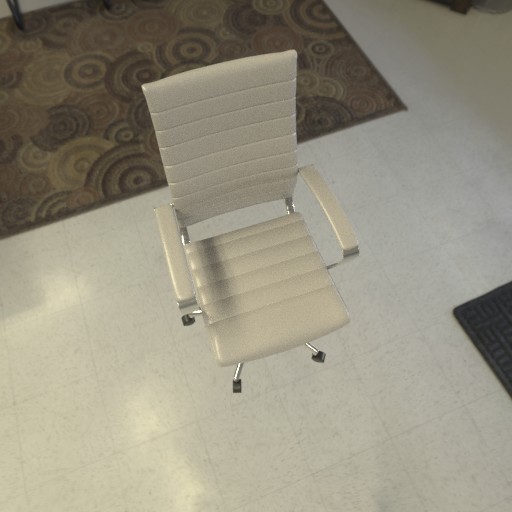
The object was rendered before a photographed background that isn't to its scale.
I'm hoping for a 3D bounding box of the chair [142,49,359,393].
[{"bbox_3d":[0.000,0.000,1.589,0.679,1.149,0.667,-17,63,-9],"label":"chair"}]
